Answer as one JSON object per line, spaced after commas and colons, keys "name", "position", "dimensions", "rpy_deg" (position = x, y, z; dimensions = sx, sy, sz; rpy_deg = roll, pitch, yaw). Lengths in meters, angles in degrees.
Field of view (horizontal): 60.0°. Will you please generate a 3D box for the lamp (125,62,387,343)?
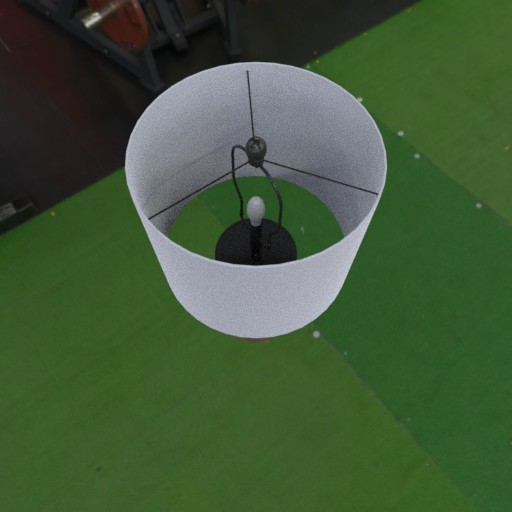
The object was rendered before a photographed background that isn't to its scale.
{"name": "lamp", "position": [0.000, 0.000, 0.756], "dimensions": [0.304, 0.573, 0.304], "rpy_deg": [-33, 67, -16]}
